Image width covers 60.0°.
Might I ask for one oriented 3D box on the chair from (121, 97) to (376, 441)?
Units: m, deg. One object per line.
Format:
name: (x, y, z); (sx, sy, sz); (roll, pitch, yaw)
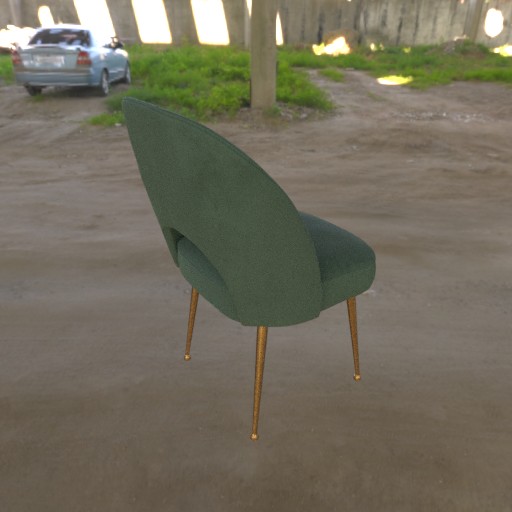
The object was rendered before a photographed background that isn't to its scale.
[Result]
chair: (0.000, 0.000, 1.210); (0.577, 0.860, 0.527); (-18, 33, -31)
